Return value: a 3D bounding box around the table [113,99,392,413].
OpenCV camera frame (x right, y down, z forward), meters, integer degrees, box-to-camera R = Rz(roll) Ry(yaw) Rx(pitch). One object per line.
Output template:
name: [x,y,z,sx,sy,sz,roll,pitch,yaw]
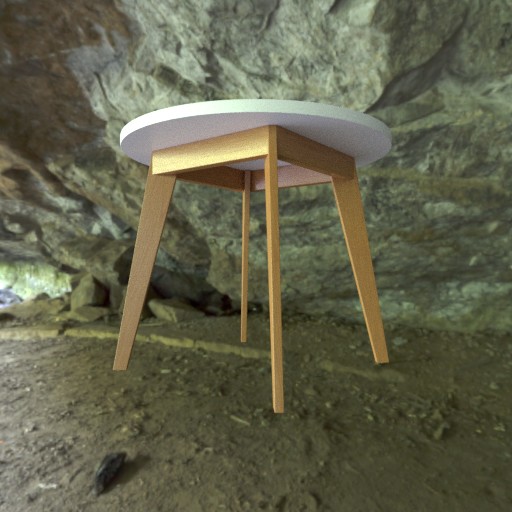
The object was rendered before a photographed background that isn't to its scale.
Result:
table: [0.000,0.000,1.528,0.896,0.762,0.896,0,0,0]
